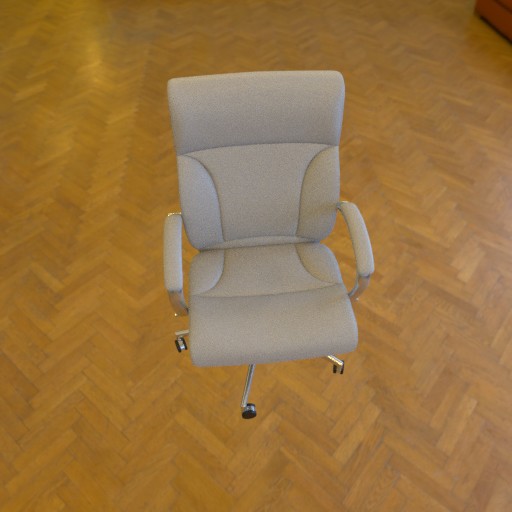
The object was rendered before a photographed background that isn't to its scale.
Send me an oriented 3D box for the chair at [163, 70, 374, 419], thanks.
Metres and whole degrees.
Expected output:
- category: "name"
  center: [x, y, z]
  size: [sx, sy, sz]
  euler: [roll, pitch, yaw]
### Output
- category: "chair"
  center: [0.000, 0.000, 1.616]
  size: [0.727, 1.099, 0.745]
  euler: [-4, 47, -4]
